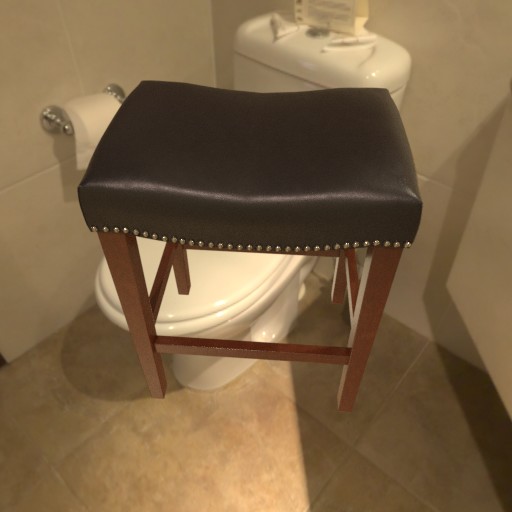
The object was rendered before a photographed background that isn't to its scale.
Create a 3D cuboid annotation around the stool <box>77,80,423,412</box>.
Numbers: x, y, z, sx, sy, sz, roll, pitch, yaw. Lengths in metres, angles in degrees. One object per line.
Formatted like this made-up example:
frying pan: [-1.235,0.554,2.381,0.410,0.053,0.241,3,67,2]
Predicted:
stool: [0.000,0.000,0.958,0.504,0.654,0.372,3,45,3]
